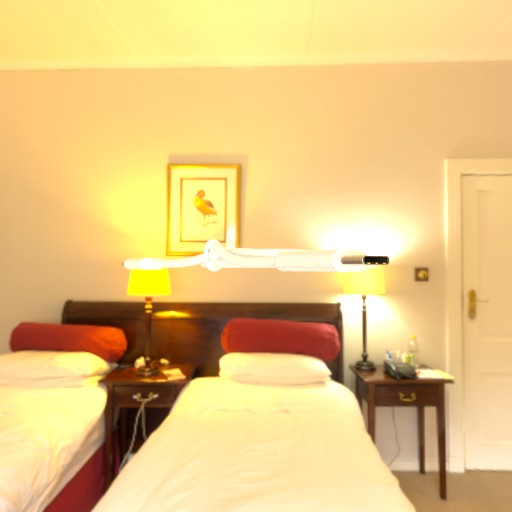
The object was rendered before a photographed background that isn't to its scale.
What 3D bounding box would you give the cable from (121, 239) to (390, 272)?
[{"bbox_3d":[0.000,0.000,0.208,0.070,0.014,0.186,1,-2,-36],"label":"cable"}]
